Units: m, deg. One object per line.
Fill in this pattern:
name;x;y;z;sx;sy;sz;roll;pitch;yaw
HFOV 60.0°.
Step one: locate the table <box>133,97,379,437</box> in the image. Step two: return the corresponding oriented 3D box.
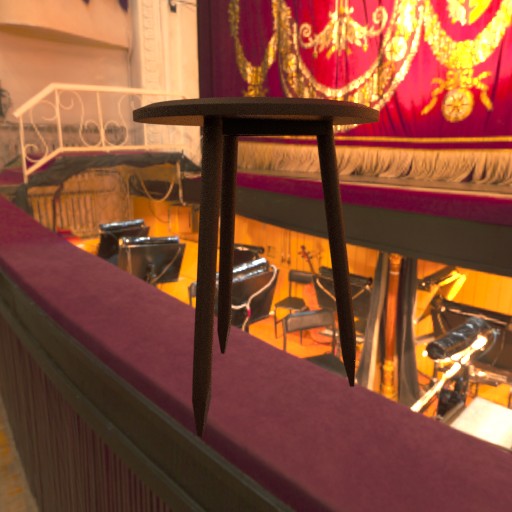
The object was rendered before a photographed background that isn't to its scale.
table;0.000;0.000;0.920;0.457;0.585;0.457;0;14;0
